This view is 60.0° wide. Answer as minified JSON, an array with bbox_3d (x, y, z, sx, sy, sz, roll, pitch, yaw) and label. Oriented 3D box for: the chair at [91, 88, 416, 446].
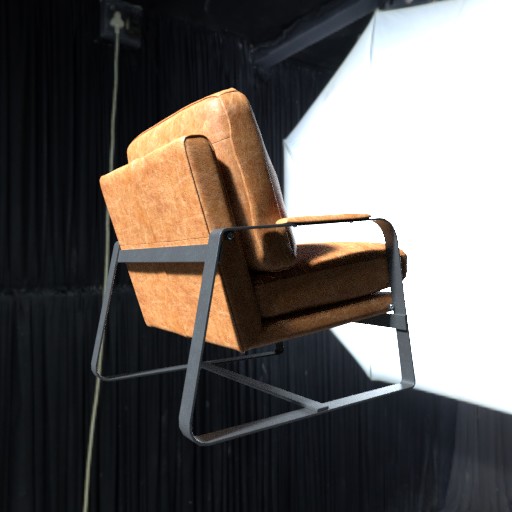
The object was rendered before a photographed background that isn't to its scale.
[{"bbox_3d":[0.000,0.000,1.366,0.801,0.777,0.651,1,-1,-36],"label":"chair"}]
